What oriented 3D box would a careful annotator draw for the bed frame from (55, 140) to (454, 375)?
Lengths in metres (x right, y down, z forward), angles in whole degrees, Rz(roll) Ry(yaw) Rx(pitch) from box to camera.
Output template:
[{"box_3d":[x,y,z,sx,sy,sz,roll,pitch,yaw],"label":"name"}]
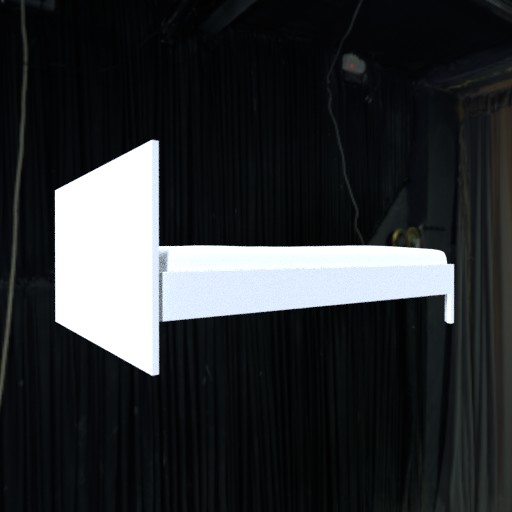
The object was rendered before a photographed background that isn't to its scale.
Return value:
[{"box_3d":[0.000,0.000,2.680,1.950,0.800,1.490,0,0,-36],"label":"bed frame"}]
